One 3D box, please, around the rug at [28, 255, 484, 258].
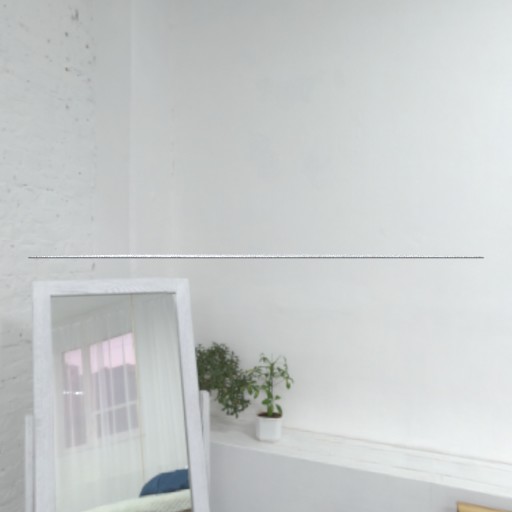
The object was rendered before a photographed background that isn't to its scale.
[{"bbox_3d":[0.000,0.000,4.144,3.048,0.012,2.438,0,0,0],"label":"rug"}]
